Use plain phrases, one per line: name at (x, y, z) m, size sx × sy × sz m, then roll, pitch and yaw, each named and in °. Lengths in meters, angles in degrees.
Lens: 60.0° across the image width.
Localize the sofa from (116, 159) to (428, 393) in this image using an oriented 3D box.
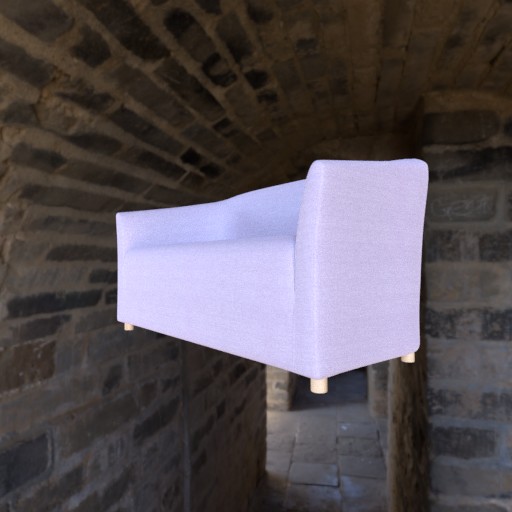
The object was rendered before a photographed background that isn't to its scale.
sofa at (0.000, 0.000, 1.856) m, size 0.705 × 0.721 × 1.452 m, roll 1°, pitch -1°, yaw -37°
